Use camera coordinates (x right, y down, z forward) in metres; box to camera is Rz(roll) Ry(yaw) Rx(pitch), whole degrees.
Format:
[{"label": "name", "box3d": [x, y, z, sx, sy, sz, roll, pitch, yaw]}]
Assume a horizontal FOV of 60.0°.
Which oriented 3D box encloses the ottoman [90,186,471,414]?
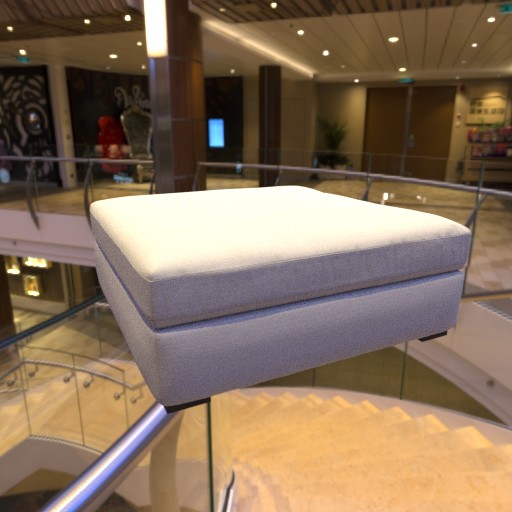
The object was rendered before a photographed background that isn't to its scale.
[{"label": "ottoman", "box3d": [0.000, 0.000, 1.822, 1.163, 0.482, 1.167, -8, 18, -25]}]
